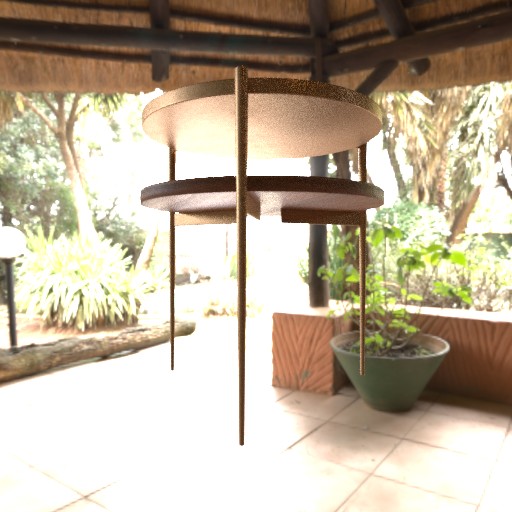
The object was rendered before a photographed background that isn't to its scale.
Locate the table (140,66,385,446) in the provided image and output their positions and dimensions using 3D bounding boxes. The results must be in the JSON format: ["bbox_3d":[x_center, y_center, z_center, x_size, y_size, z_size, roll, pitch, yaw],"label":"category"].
[{"bbox_3d":[0.000,0.000,0.817,0.456,0.493,0.430,0,1,36],"label":"table"}]
